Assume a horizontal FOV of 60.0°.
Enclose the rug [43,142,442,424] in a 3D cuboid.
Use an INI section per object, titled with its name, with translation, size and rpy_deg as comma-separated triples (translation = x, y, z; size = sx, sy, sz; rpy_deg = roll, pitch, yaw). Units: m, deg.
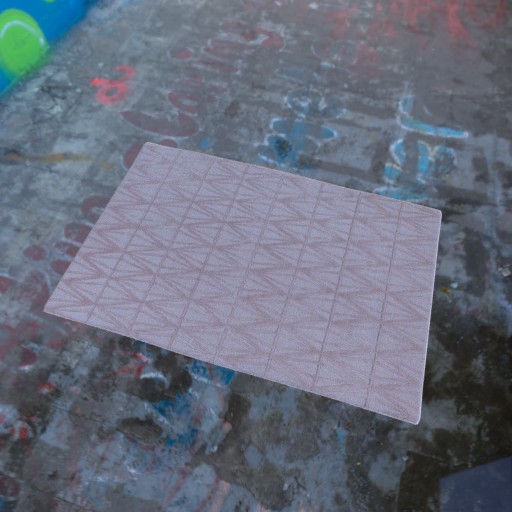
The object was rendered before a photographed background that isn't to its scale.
[rug]
translation = 0.000, 0.000, 2.349
size = 1.837, 0.025, 1.230
rpy_deg = 15, 59, 9
